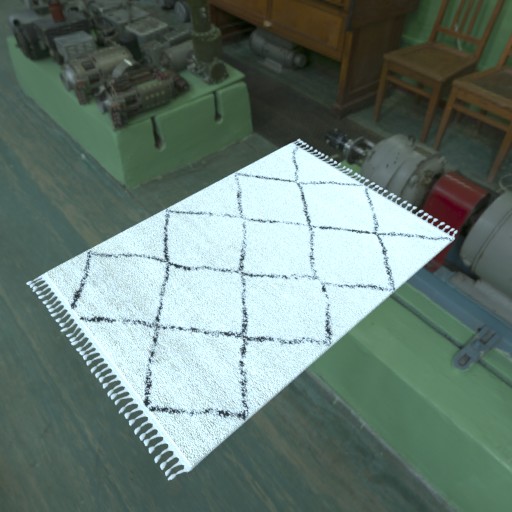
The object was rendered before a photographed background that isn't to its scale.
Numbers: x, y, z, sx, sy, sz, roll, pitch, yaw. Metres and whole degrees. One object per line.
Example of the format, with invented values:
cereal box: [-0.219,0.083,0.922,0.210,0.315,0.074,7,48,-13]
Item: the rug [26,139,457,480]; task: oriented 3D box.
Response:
rug: [0.000,0.000,2.761,2.307,0.031,1.494,-33,55,-27]
